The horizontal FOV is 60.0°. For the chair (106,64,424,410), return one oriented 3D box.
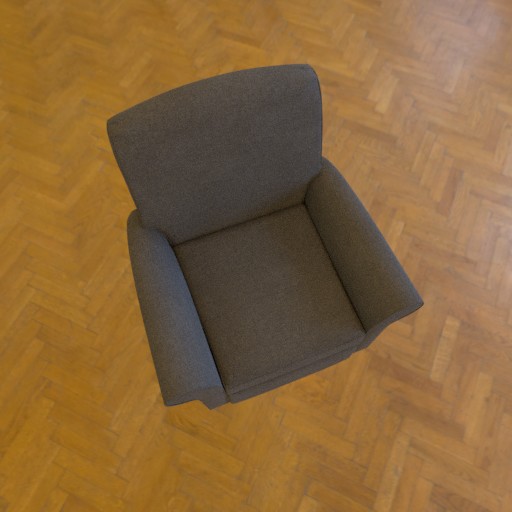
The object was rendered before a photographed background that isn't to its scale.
[{"bbox_3d":[0.000,0.000,1.767,0.978,1.061,0.905,-19,66,-9],"label":"chair"}]
